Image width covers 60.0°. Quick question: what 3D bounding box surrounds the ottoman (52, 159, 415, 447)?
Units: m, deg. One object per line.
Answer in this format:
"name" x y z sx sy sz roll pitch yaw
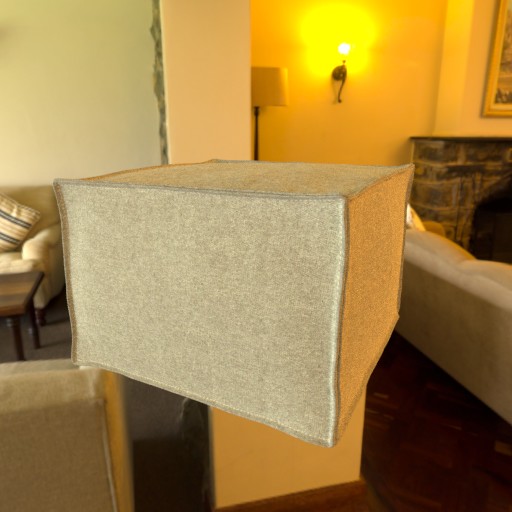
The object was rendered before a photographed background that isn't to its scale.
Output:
"ottoman" 0.000 0.000 1.152 0.696 0.470 0.707 8 18 26
